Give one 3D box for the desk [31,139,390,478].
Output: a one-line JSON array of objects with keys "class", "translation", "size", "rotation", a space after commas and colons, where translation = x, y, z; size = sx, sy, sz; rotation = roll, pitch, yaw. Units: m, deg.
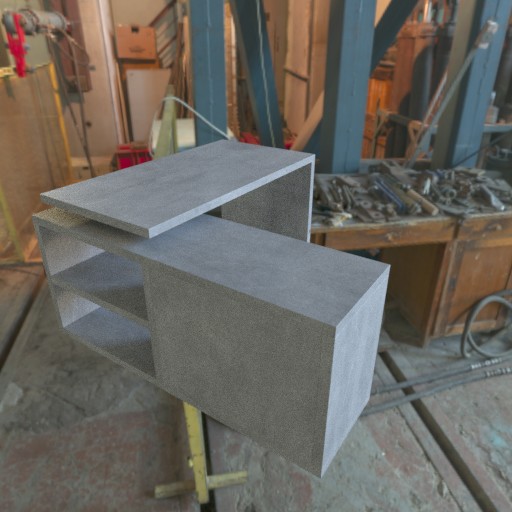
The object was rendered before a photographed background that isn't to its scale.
[{"class": "desk", "translation": [0.000, 0.000, 2.270], "size": [1.500, 0.740, 1.400], "rotation": [17, 32, 30]}]
